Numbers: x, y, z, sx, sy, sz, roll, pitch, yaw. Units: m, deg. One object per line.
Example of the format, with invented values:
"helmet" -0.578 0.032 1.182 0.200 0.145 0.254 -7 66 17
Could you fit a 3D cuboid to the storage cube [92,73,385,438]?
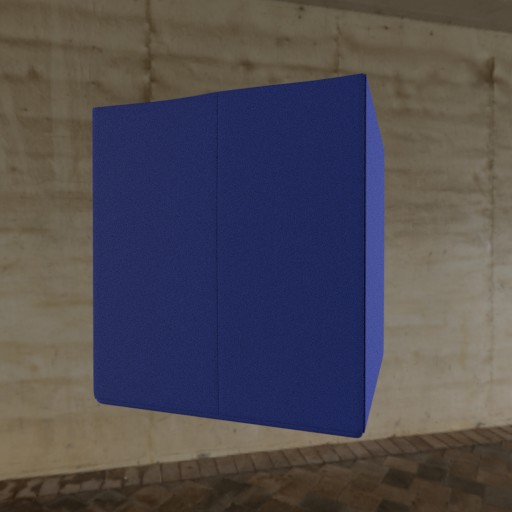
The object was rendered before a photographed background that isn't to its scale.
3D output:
"storage cube" 0.000 0.000 0.503 0.270 0.280 0.270 0 1 19
